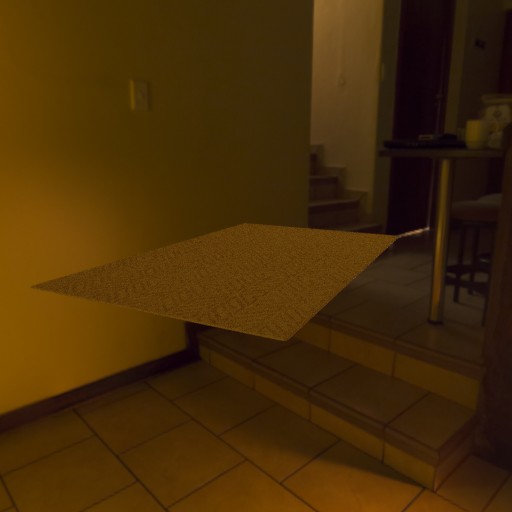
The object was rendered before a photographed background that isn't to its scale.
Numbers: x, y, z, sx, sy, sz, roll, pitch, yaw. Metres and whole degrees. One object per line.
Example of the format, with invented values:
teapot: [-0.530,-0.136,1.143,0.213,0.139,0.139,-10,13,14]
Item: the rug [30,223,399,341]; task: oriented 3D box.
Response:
rug: [0.000,0.000,3.114,1.523,0.008,2.438,7,15,27]
